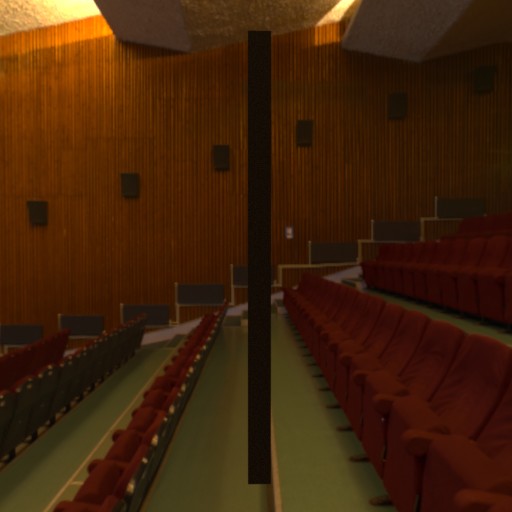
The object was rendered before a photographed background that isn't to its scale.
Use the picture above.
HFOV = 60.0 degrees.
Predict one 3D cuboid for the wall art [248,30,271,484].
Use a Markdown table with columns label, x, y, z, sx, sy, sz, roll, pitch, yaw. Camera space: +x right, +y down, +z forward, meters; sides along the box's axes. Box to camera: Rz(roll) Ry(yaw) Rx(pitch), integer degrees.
| label | x | y | z | sx | sy | sz | roll | pitch | yaw |
| --- | --- | --- | --- | --- | --- | --- | --- | --- | --- |
| wall art | 0.000 | 0.000 | 0.774 | 0.029 | 0.559 | 0.457 | 0 | 1 | -1 |
